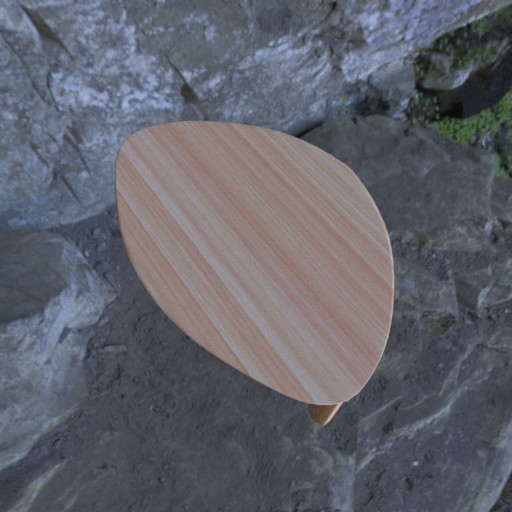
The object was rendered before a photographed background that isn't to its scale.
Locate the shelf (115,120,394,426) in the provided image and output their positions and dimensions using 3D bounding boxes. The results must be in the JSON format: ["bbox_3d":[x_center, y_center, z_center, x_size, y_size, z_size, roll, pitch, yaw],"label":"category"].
[{"bbox_3d":[0.000,0.000,1.685,0.845,0.440,1.246,-32,64,-18],"label":"shelf"}]
